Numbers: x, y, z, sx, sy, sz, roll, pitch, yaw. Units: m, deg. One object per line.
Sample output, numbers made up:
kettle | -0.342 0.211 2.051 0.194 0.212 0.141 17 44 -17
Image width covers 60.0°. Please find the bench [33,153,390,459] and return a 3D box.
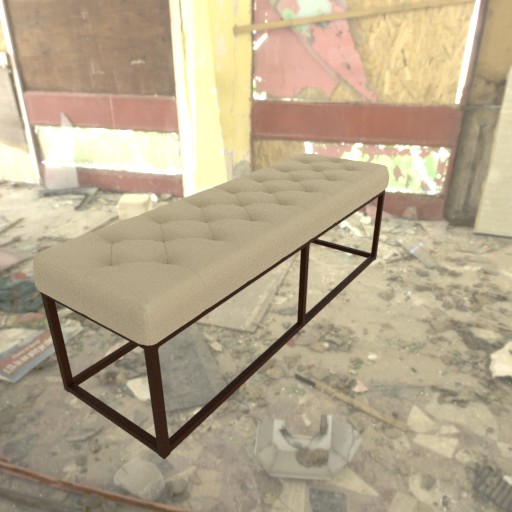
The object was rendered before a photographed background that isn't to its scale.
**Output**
bench | 0.000 0.000 1.712 0.479 0.488 1.488 17 31 31
